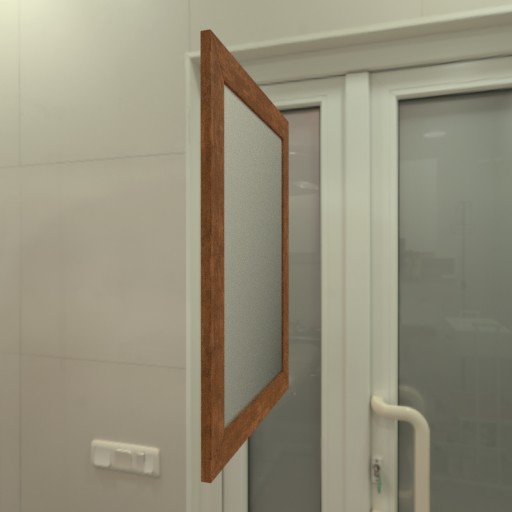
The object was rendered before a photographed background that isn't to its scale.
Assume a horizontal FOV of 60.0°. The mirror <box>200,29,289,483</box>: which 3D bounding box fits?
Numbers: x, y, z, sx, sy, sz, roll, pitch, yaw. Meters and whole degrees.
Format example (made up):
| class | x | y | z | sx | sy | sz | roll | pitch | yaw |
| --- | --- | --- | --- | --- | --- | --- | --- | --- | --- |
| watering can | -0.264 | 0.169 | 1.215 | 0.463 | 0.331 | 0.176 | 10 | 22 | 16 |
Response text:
| class | x | y | z | sx | sy | sz | roll | pitch | yaw |
| --- | --- | --- | --- | --- | --- | --- | --- | --- | --- |
| mirror | 0.000 | 0.000 | 1.452 | 0.028 | 1.099 | 0.796 | 0 | 0 | 18 |
